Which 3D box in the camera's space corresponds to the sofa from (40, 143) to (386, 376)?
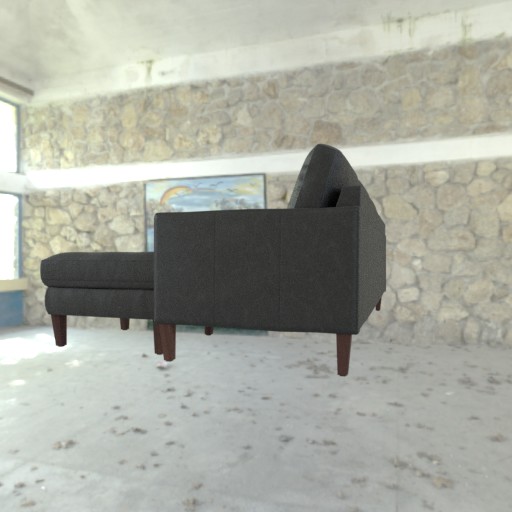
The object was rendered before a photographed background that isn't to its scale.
[{"bbox_3d":[0.000,0.000,2.806,1.497,0.876,2.178,0,0,19],"label":"sofa"}]
